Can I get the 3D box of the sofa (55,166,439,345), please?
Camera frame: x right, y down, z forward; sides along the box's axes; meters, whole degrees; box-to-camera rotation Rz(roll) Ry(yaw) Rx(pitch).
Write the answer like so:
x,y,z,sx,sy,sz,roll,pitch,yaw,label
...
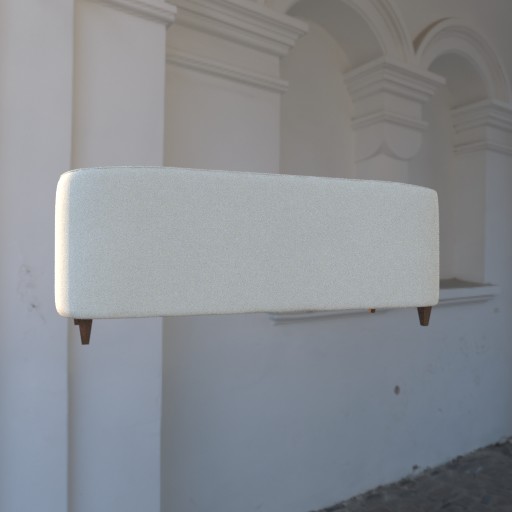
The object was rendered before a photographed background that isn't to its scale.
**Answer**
x,y,z,sx,sy,sz,roll,pitch,yaw,label
0.000,0.000,2.755,2.278,0.855,0.941,0,-1,-18,sofa
